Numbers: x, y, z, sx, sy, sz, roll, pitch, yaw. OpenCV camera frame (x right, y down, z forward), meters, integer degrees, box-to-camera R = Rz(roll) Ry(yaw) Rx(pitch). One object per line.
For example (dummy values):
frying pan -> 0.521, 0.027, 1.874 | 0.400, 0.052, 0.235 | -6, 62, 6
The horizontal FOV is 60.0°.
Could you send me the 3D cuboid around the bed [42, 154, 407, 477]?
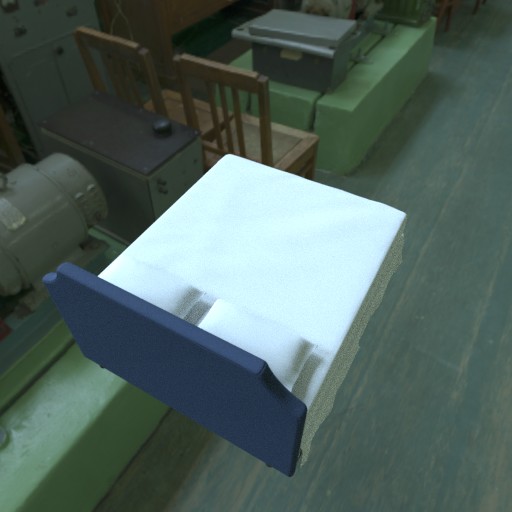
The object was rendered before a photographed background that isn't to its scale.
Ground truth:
bed -> 0.000, 0.000, 4.148 | 2.350, 1.488, 2.773 | 23, 51, 19
